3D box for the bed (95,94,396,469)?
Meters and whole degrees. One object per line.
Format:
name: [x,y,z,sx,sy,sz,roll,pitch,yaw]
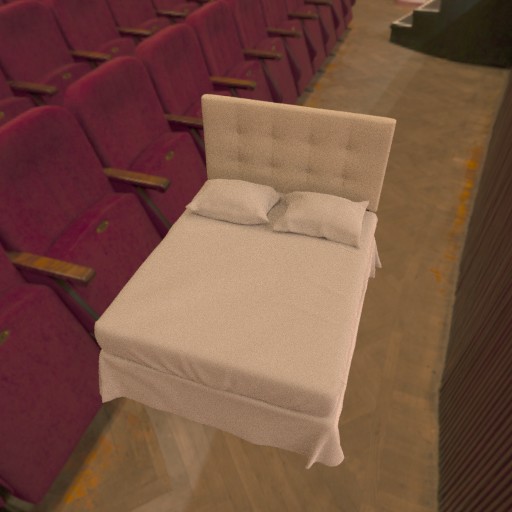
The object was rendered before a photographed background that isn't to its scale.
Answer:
bed: [0.000,0.000,3.404,1.936,1.577,2.222,12,43,14]
